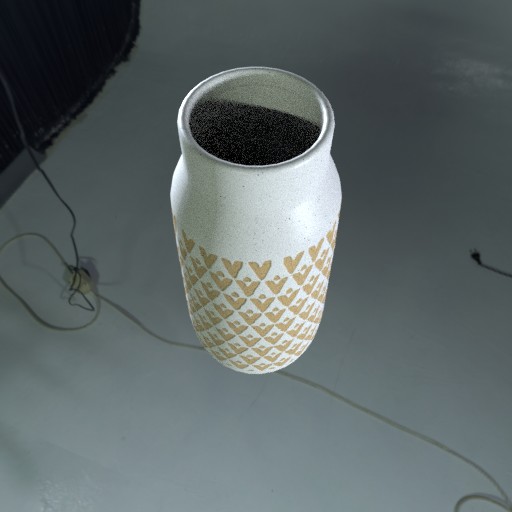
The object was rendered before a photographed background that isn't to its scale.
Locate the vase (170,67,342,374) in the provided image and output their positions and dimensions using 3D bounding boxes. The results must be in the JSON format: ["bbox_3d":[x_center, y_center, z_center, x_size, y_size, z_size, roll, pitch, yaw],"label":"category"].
[{"bbox_3d":[0.000,0.000,0.383,0.137,0.307,0.137,0,58,0],"label":"vase"}]
